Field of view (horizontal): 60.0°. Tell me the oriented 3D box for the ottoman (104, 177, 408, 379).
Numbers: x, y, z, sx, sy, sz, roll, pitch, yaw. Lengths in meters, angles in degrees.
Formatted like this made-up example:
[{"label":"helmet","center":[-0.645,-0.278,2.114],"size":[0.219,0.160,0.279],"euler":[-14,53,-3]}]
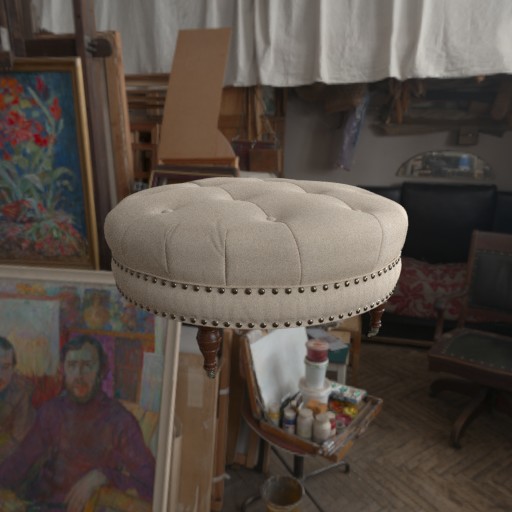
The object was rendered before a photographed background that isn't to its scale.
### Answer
[{"label":"ottoman","center":[0.000,0.000,1.474],"size":[0.940,0.483,0.940],"euler":[0,17,0]}]
